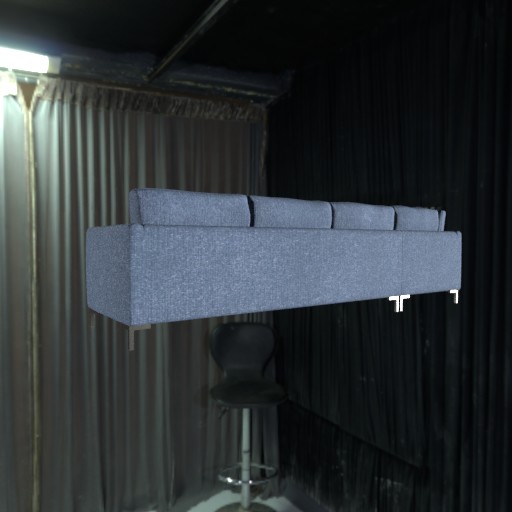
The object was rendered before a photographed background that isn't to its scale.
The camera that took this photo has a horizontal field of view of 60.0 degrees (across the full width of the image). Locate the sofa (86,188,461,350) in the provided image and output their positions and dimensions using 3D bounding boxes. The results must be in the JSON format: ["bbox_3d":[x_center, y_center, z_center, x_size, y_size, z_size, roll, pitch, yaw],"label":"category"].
[{"bbox_3d":[0.000,0.000,3.770,2.949,0.815,2.007,-1,2,-35],"label":"sofa"}]
